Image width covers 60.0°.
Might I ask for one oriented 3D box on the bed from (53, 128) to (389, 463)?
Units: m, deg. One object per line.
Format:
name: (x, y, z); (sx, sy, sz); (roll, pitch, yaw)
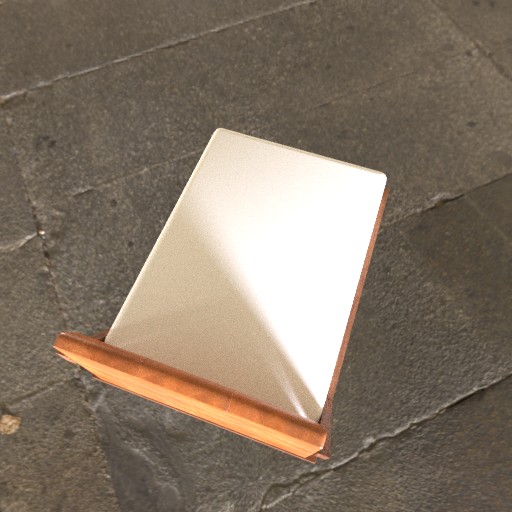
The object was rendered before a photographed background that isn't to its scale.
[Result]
bed: (0.000, 0.000, 3.249); (1.651, 1.168, 2.311); (18, 64, 9)
